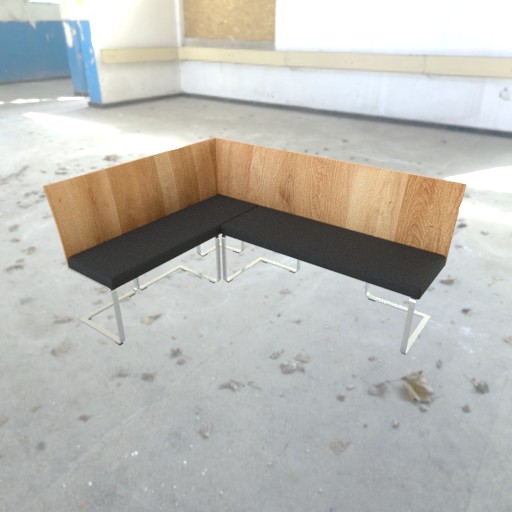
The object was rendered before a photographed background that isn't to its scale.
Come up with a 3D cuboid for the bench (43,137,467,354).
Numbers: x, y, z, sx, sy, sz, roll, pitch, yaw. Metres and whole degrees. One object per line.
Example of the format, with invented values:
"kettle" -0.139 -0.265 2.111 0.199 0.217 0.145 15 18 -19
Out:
"bench" 0.000 0.000 2.779 1.945 0.930 1.495 19 33 32
